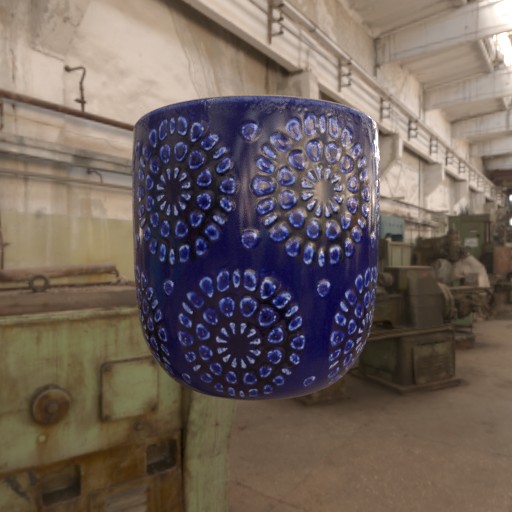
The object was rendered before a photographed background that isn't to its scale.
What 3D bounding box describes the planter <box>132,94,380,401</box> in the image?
[{"bbox_3d":[0.000,0.000,0.203,0.109,0.112,0.109,0,1,0],"label":"planter"}]
